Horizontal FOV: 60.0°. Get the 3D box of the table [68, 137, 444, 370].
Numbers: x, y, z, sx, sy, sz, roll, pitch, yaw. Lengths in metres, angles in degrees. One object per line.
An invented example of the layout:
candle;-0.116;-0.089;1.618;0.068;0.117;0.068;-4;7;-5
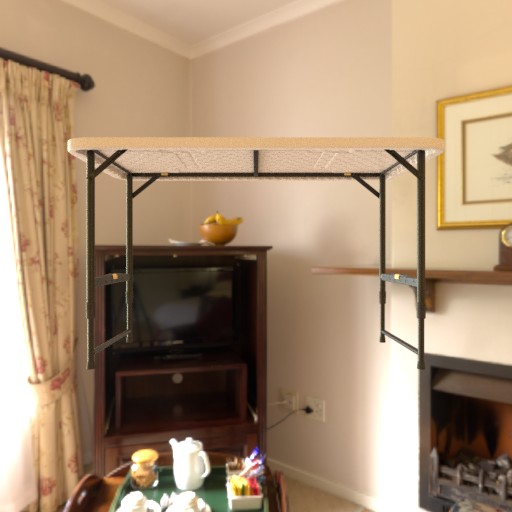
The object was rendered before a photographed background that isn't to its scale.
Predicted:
table;0.000;0.000;1.671;1.219;0.737;0.610;0;0;0
